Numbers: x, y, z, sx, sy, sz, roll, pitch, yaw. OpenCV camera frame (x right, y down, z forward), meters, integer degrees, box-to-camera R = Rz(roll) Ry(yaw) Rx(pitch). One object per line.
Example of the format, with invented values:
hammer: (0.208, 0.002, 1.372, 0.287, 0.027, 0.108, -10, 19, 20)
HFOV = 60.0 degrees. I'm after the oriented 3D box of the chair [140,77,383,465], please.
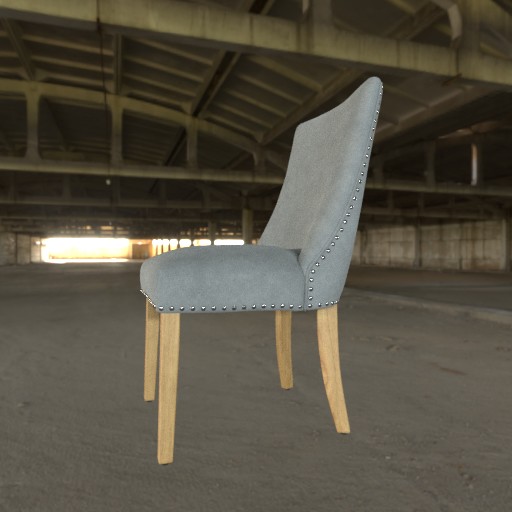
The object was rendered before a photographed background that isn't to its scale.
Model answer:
chair: (0.000, 0.000, 1.248, 0.610, 0.902, 0.495, 0, 1, -18)
